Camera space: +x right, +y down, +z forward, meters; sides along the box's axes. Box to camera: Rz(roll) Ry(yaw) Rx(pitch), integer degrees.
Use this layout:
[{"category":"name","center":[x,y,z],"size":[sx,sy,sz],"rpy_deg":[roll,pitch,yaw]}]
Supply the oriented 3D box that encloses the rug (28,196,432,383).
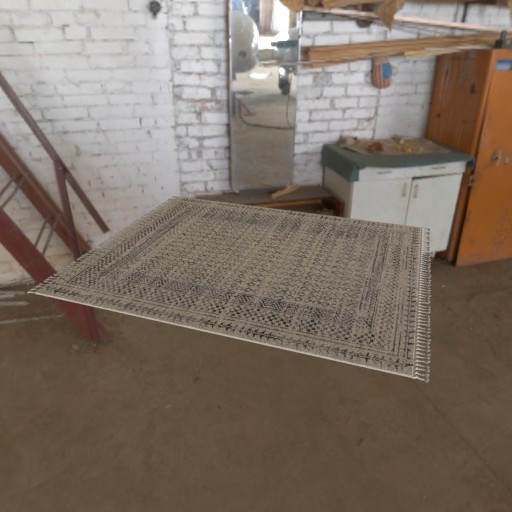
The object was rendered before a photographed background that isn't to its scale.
[{"category":"rug","center":[0.000,0.000,3.929],"size":[2.940,0.013,2.312],"rpy_deg":[9,29,17]}]
